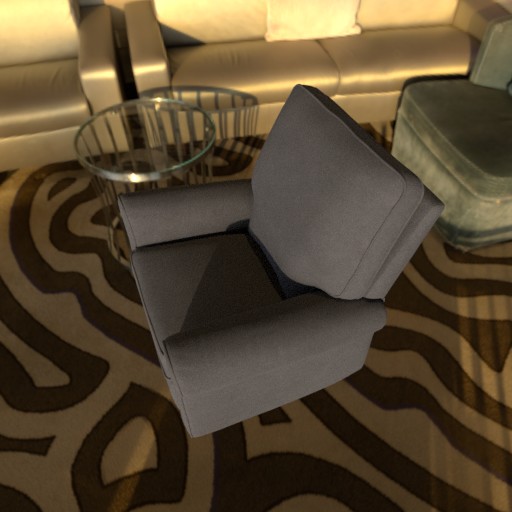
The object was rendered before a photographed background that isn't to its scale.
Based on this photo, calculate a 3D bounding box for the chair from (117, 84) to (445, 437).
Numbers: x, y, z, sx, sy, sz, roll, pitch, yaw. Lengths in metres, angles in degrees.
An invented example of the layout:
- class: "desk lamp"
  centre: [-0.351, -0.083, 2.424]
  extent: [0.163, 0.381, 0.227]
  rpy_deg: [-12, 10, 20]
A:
- class: "chair"
  centre: [0.000, 0.000, 1.641]
  extent: [0.878, 0.961, 0.890]
  rpy_deg: [-17, 49, -15]
